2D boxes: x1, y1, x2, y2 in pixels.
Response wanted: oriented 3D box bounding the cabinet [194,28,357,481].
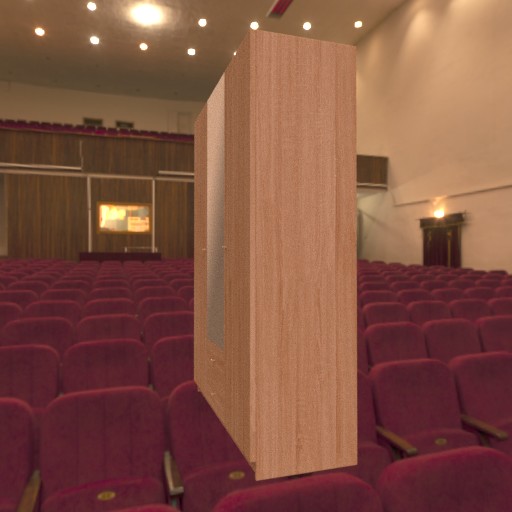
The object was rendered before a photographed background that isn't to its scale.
[{"bbox_3d":[0.000,0.000,2.866,0.590,2.120,1.500,0,-1,-18],"label":"cabinet"}]
